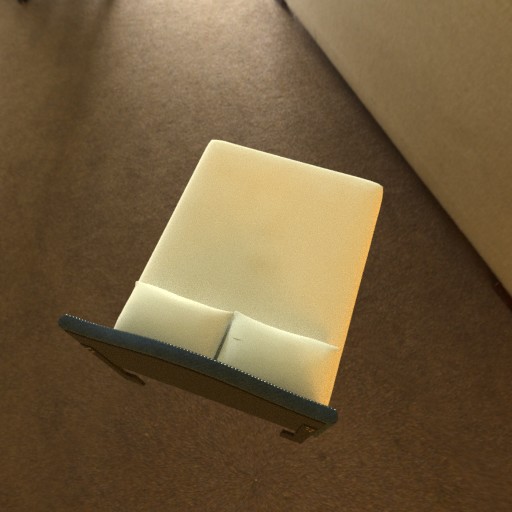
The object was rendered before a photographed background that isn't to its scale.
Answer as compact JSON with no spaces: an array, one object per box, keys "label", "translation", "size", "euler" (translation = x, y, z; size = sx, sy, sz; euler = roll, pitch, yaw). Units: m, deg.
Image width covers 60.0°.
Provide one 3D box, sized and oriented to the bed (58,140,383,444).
[{"label":"bed","translation":[0.000,0.000,3.346],"size":[1.713,1.518,2.153],"euler":[17,64,8]}]
